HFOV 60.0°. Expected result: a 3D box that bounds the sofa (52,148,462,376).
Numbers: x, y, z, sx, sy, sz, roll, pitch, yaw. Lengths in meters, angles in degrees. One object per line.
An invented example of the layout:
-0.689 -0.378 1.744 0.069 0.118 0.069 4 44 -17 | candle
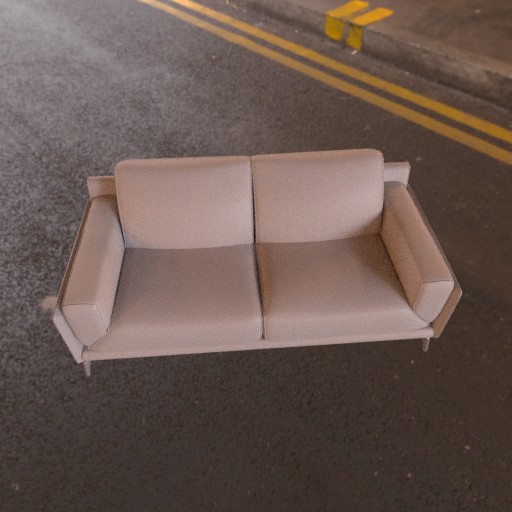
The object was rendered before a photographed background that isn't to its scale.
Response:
0.000 0.000 2.622 2.101 0.930 1.049 -3 47 -3 | sofa
